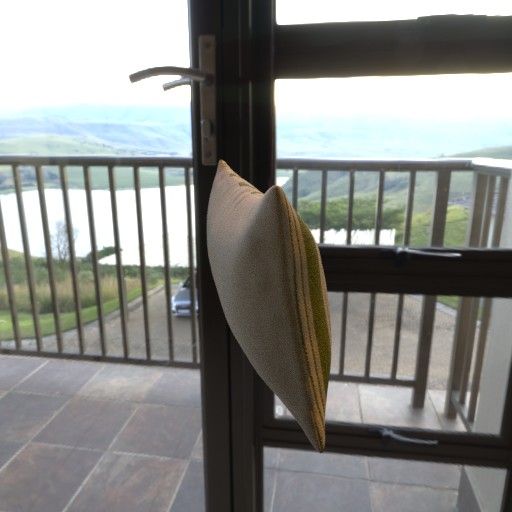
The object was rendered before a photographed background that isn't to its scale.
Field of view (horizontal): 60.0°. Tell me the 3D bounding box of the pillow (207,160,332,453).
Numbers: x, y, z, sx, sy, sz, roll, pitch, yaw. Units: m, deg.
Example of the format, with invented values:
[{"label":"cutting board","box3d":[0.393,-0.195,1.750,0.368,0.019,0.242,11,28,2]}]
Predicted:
[{"label":"pillow","box3d":[0.000,0.000,0.731,0.156,0.292,0.608,-2,15,-9]}]
